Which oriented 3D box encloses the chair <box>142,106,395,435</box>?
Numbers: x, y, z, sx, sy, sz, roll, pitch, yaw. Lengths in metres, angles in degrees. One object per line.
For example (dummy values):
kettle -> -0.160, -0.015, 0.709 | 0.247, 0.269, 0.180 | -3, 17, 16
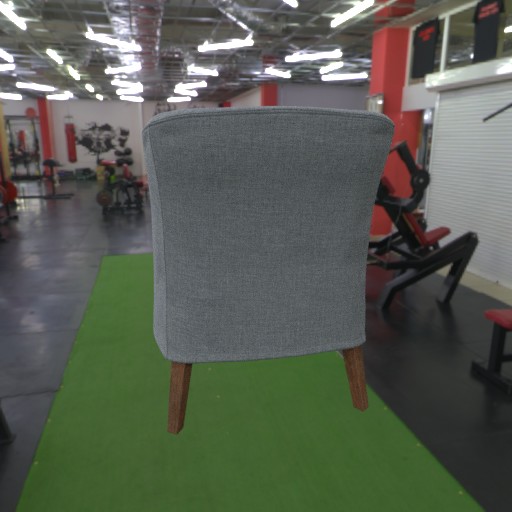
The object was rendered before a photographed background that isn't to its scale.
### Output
chair -> 0.000, 0.000, 1.271 | 0.600, 0.771, 0.668 | -3, 15, -11
